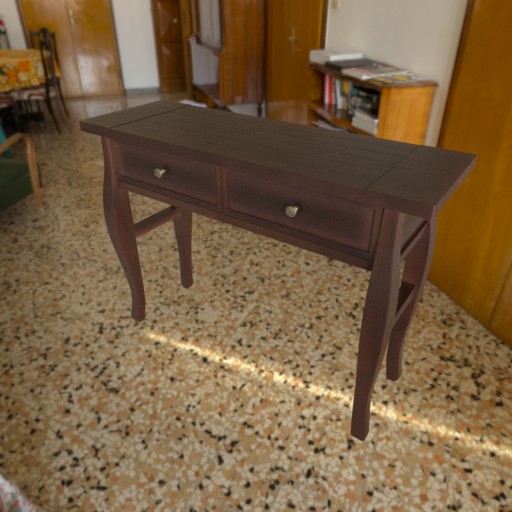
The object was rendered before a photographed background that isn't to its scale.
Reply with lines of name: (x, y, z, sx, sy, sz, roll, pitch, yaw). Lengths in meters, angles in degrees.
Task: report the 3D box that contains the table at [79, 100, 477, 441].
table: (0.000, 0.000, 1.410, 1.062, 0.768, 0.373, 20, 37, 29)
